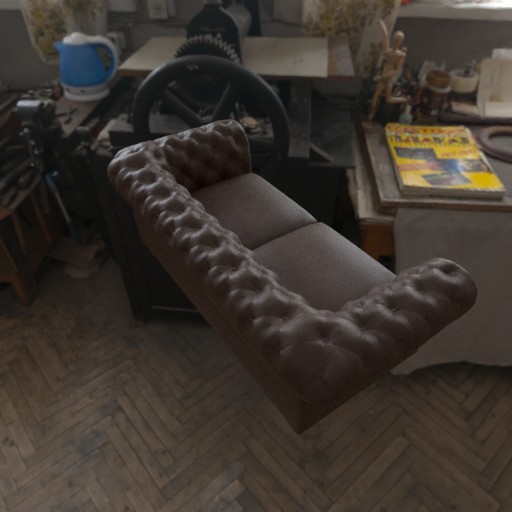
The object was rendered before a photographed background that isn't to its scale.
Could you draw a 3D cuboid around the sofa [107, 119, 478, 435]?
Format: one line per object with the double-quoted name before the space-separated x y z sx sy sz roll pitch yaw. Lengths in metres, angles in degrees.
"sofa" 0.000 0.000 2.500 0.955 0.784 2.048 -25 47 -26
